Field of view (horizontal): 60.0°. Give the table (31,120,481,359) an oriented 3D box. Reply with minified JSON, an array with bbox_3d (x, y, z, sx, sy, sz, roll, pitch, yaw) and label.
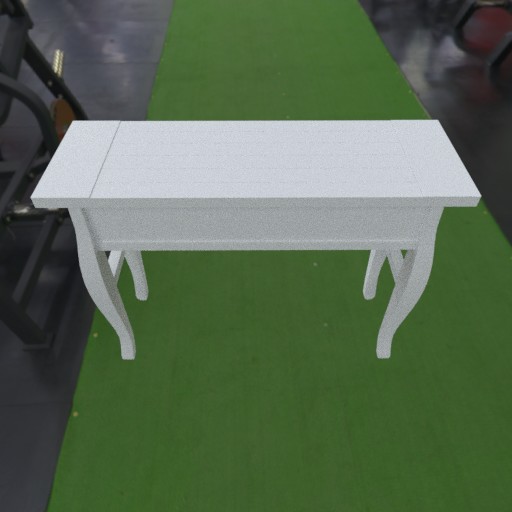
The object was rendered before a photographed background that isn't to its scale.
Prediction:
[{"bbox_3d":[0.000,0.000,1.443,1.062,0.768,0.373,0,46,0],"label":"table"}]
